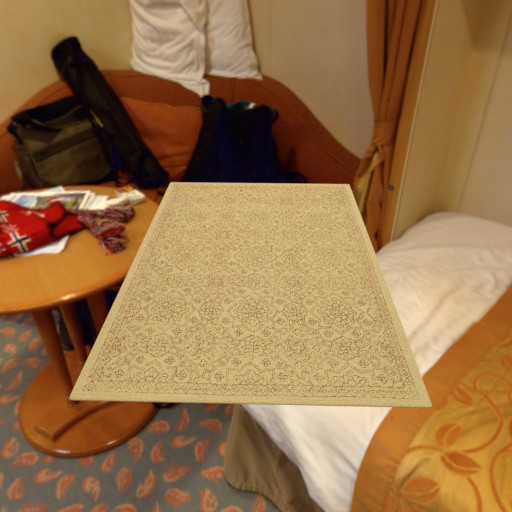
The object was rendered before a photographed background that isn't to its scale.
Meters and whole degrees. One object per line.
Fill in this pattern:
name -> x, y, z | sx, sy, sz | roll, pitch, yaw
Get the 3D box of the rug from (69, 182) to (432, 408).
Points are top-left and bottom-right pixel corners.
rug -> 0.000, 0.000, 2.251 | 1.219, 0.010, 1.829 | 1, 33, 1
